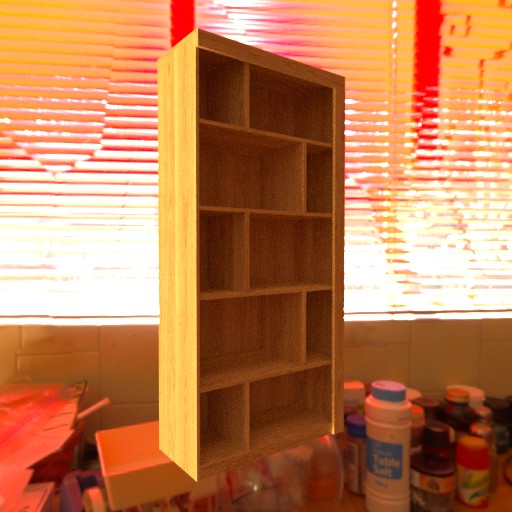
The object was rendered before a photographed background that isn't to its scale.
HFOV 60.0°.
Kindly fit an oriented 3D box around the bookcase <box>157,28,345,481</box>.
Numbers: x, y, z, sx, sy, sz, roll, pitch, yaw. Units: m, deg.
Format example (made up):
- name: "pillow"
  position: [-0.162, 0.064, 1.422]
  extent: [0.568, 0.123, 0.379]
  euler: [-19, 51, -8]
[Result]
- name: "bookcase"
  position: [0.000, 0.000, 2.414]
  extent: [0.950, 2.020, 0.420]
  euler: [-1, 2, -37]
